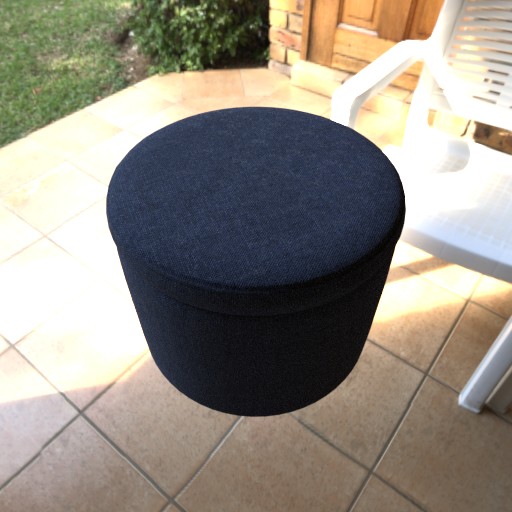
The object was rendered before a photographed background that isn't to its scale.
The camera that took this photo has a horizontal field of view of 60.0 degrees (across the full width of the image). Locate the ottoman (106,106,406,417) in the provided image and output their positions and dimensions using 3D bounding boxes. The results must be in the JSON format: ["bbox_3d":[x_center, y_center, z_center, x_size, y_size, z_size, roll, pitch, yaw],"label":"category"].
[{"bbox_3d":[0.000,0.000,0.913,0.520,0.430,0.520,0,47,0],"label":"ottoman"}]
